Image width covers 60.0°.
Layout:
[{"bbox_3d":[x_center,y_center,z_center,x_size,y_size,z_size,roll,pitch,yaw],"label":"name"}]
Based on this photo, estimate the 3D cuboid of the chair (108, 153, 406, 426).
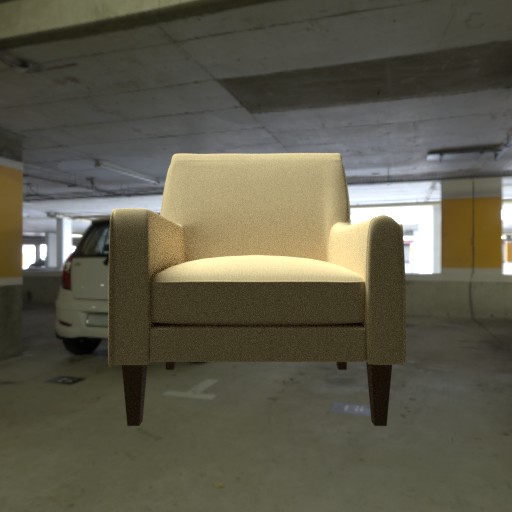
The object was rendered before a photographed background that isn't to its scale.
[{"bbox_3d":[0.000,0.000,1.587,0.780,0.919,0.899,0,0,0],"label":"chair"}]
